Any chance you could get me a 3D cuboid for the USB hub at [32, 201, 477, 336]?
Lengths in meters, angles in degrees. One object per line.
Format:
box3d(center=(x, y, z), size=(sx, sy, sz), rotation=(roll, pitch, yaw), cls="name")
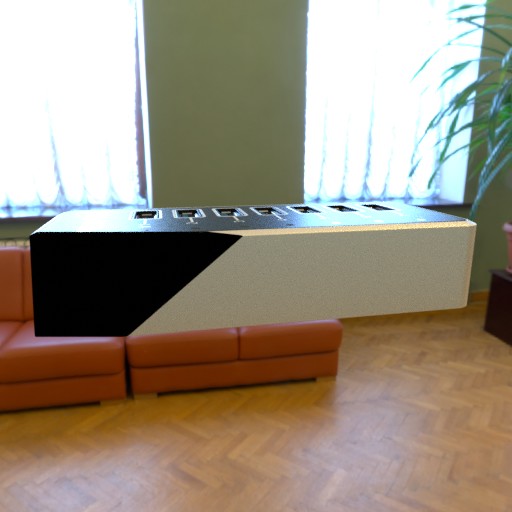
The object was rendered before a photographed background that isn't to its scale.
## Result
box3d(center=(0.000, 0.000, 0.125), size=(0.110, 0.023, 0.044), rotation=(-3, 15, -12), cls="USB hub")
